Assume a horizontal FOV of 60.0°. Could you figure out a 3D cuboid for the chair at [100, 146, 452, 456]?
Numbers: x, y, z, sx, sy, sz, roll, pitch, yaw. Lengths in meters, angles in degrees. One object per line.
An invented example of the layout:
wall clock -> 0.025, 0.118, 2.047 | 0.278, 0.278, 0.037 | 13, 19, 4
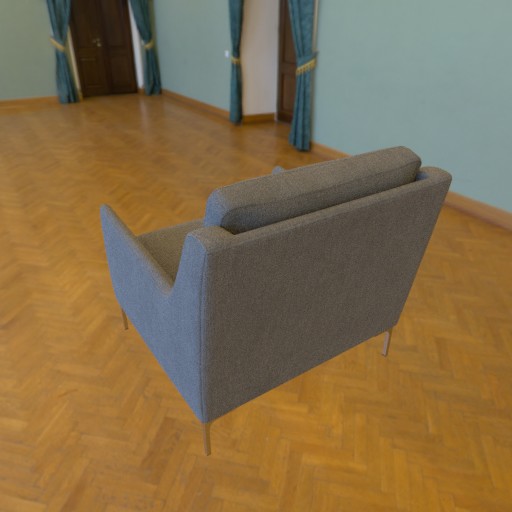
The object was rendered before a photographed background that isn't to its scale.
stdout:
chair -> 0.000, 0.000, 1.556 | 0.847, 0.828, 0.849 | -18, 34, -29
